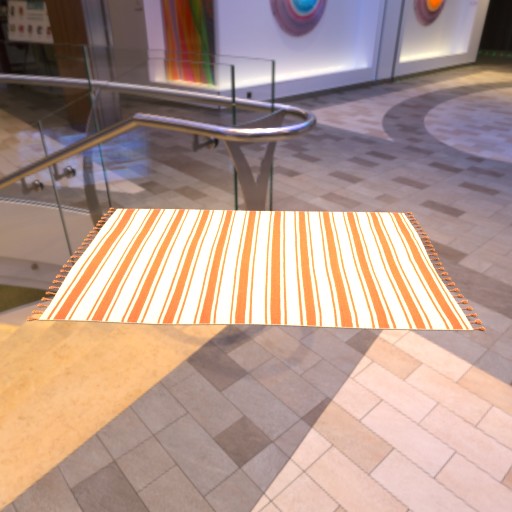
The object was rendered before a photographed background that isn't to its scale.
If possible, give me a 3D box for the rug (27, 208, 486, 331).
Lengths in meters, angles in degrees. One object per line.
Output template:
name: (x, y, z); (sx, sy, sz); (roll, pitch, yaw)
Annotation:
rug: (0.000, 0.000, 2.514); (2.092, 0.017, 1.232); (1, 31, 2)
